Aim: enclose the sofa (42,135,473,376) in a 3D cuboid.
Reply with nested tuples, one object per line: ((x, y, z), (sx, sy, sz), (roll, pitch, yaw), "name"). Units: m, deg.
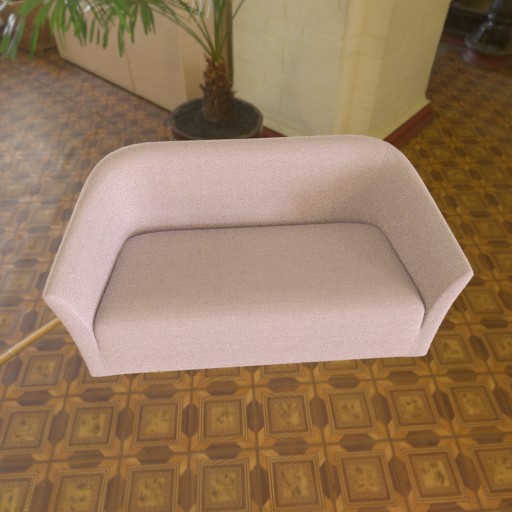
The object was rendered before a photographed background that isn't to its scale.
((0.000, 0.000, 1.867), (1.452, 0.721, 0.705), (-3, 46, -3), "sofa")
